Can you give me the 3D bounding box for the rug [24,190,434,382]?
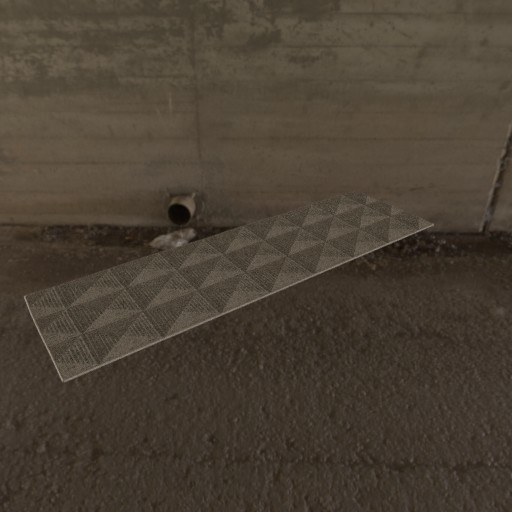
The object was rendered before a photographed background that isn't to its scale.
[{"bbox_3d":[0.000,0.000,2.363,2.182,0.015,0.645,-20,37,-29],"label":"rug"}]
